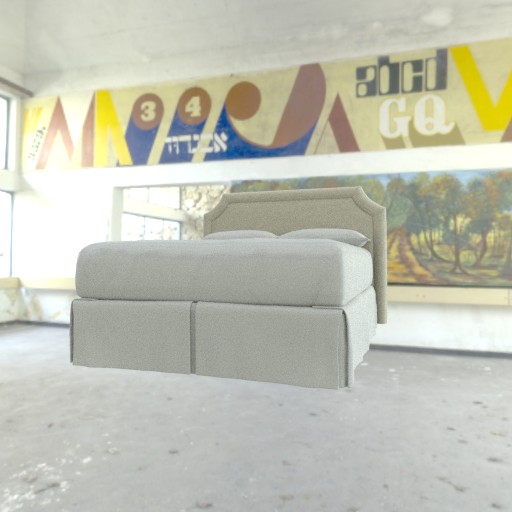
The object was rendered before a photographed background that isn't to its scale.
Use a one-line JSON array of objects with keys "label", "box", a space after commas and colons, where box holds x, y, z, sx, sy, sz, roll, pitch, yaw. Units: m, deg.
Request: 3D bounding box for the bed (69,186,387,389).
[{"label": "bed", "box": [0.000, 0.000, 3.345, 1.828, 1.297, 2.164, 0, 0, 19]}]
